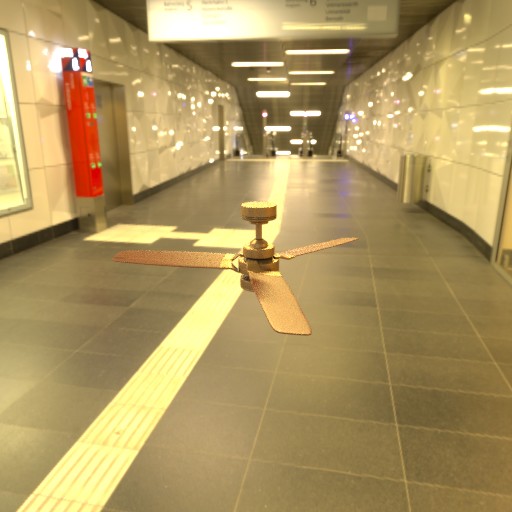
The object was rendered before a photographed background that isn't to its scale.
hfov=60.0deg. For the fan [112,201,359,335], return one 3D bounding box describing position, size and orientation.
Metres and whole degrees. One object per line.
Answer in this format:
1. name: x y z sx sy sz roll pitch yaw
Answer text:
1. fan: 0.000 0.000 2.045 1.416 0.425 1.271 -2 17 -8
